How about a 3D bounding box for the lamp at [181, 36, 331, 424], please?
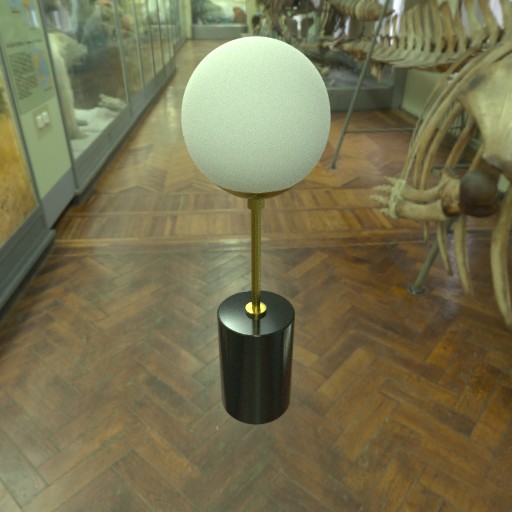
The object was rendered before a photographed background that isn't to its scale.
[{"bbox_3d":[0.000,0.000,0.541,0.153,0.480,0.153,0,29,0],"label":"lamp"}]
